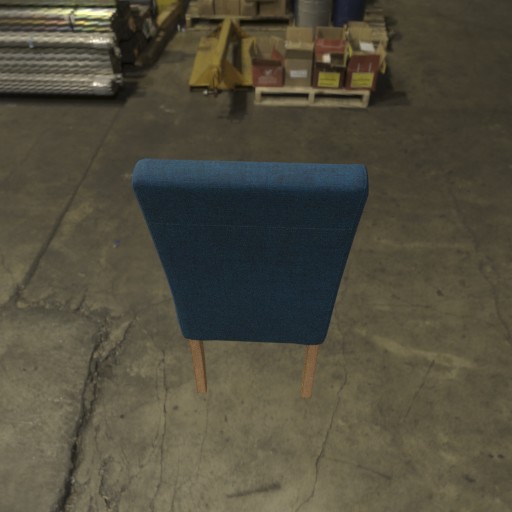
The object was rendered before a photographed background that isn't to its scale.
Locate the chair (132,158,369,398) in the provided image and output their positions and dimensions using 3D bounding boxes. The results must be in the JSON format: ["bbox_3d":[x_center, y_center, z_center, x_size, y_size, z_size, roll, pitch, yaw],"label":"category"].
[{"bbox_3d":[0.000,0.000,1.366,0.450,1.029,0.610,2,46,2],"label":"chair"}]
